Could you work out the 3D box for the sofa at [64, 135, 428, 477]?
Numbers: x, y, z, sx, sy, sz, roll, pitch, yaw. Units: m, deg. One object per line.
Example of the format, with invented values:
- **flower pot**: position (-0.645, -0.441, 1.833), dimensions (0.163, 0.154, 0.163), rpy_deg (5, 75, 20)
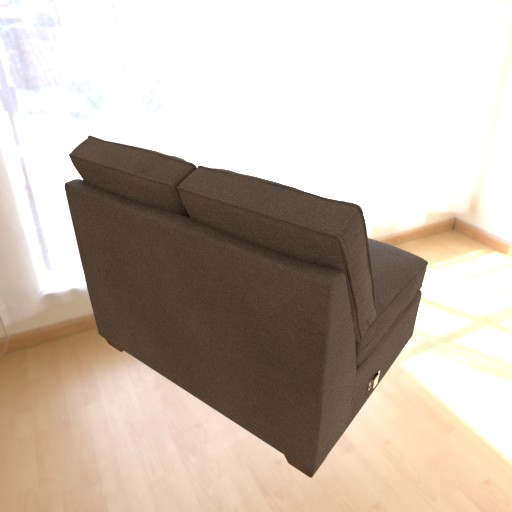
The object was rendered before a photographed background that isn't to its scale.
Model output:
- **sofa**: position (0.000, 0.000, 1.931), dimensions (1.237, 1.008, 0.951), rpy_deg (21, 35, 32)
